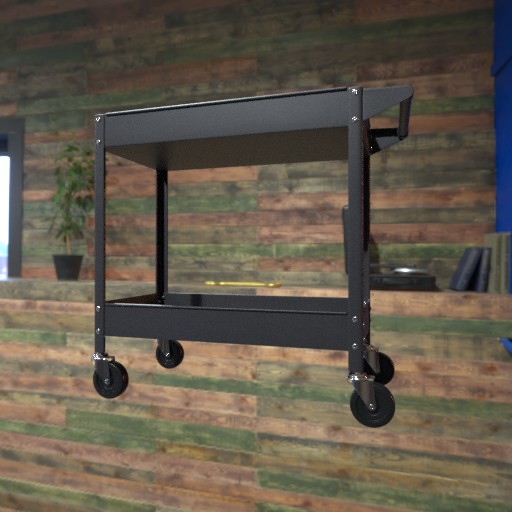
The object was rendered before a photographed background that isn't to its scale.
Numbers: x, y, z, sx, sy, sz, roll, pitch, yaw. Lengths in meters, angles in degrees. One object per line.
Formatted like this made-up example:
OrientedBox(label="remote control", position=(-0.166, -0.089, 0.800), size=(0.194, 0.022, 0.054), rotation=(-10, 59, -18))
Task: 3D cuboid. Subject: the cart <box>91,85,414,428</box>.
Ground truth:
OrientedBox(label="cart", position=(0.000, 0.000, 1.181), size=(0.779, 0.719, 0.366), rotation=(0, 0, 17))
